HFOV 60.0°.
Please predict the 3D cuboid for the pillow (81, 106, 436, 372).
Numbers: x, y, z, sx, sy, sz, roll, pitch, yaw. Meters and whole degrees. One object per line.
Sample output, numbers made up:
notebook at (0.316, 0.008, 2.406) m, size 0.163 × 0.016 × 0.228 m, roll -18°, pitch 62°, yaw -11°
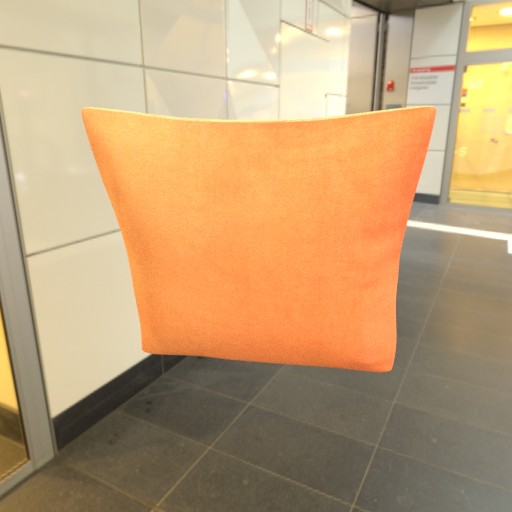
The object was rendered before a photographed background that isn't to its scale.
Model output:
pillow at (0.000, 0.000, 0.633) m, size 0.424 × 0.401 × 0.177 m, roll 3°, pitch 17°, yaw 8°
